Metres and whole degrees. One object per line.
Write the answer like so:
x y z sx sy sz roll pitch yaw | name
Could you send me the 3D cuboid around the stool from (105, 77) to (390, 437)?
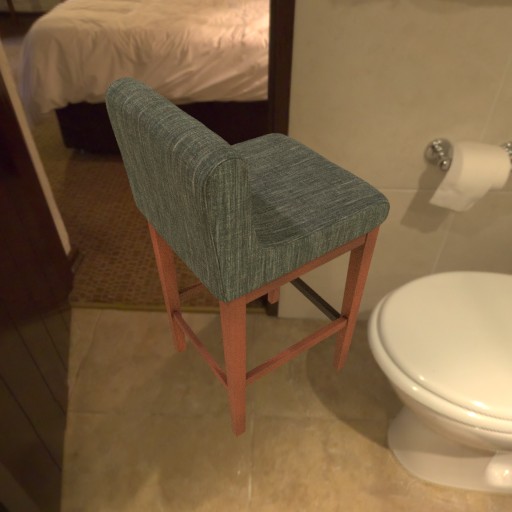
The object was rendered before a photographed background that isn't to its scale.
0.000 0.000 1.087 0.459 0.835 0.395 -25 47 -26 | stool
